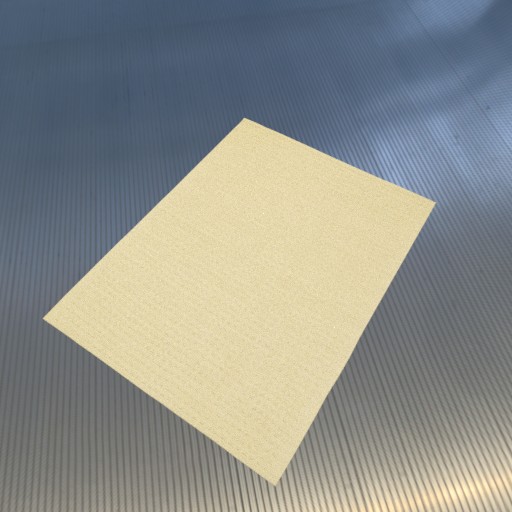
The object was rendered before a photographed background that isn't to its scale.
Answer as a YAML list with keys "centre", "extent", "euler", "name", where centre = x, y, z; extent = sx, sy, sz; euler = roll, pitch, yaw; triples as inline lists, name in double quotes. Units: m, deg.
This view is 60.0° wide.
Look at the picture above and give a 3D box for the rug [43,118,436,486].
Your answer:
- centre: [0.000, 0.000, 4.312]
  extent: [2.452, 0.016, 3.204]
  euler: [29, 62, 17]
  name: "rug"
